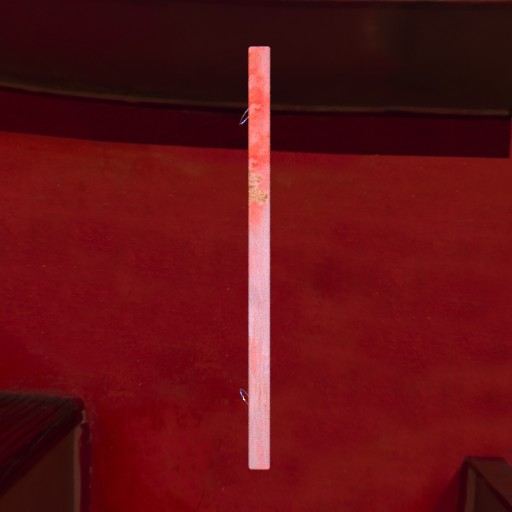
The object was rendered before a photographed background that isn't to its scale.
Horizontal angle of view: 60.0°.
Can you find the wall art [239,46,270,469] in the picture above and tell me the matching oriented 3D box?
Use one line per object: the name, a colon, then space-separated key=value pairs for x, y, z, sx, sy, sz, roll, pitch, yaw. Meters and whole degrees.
wall art: x=0.000 y=0.000 z=1.153 sx=0.064 sy=0.746 sz=0.747 roll=0 pitch=91 yaw=1
